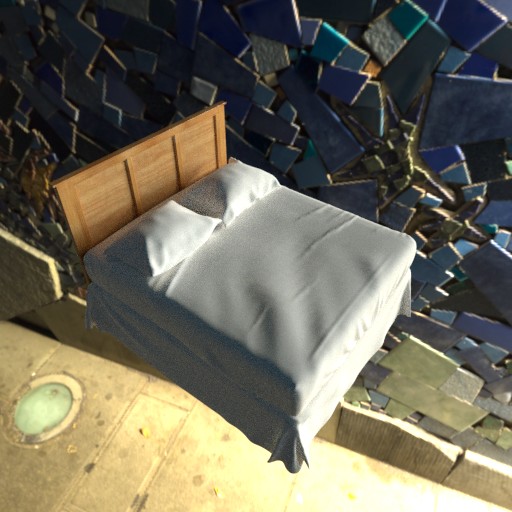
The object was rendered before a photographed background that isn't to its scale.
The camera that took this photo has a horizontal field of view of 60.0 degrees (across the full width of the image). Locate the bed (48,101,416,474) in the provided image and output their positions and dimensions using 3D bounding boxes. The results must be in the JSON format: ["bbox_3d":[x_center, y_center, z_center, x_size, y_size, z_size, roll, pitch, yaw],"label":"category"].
[{"bbox_3d":[0.000,0.000,3.199,2.035,1.273,1.870,27,48,27],"label":"bed"}]
